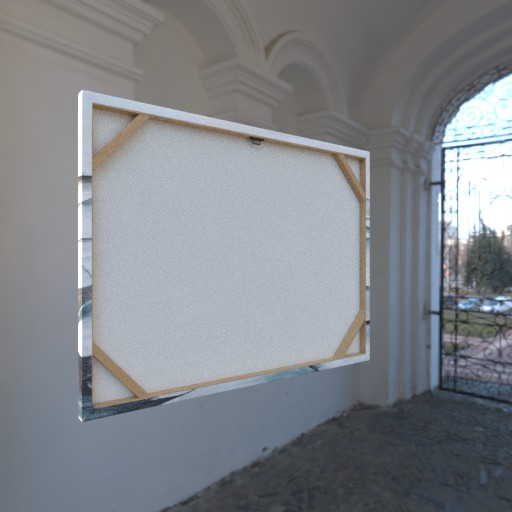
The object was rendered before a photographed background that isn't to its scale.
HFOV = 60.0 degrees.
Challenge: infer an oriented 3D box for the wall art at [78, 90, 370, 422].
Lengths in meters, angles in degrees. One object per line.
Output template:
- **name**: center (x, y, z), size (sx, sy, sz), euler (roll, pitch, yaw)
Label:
- **wall art**: center (0.000, 0.000, 1.596), size (1.219, 0.915, 0.039), euler (0, 0, -37)
